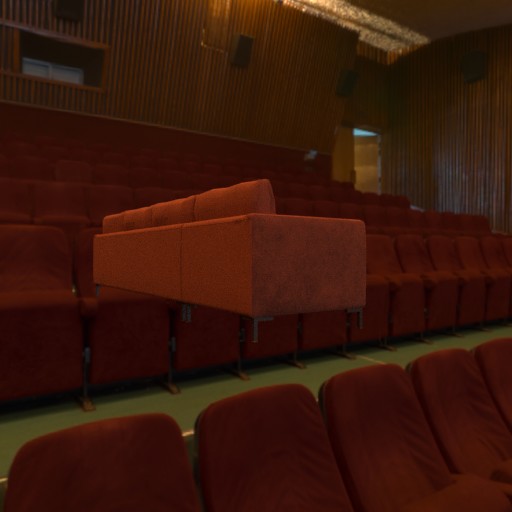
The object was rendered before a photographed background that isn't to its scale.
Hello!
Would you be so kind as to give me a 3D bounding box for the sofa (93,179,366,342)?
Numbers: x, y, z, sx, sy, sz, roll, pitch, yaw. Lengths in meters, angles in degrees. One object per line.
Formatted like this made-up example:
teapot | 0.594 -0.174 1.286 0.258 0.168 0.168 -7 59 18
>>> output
sofa | 0.000 0.000 3.576 1.879 0.757 2.736 0 0 -34
